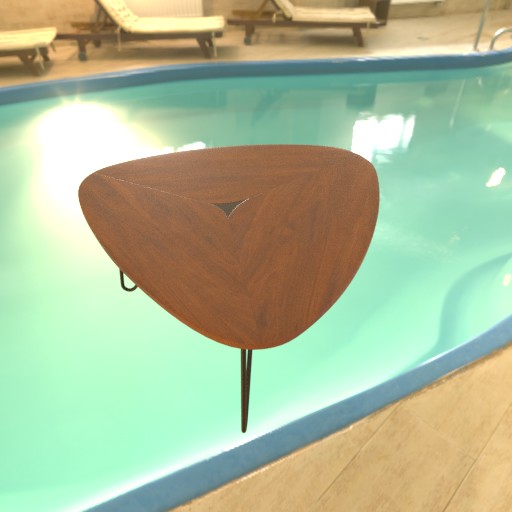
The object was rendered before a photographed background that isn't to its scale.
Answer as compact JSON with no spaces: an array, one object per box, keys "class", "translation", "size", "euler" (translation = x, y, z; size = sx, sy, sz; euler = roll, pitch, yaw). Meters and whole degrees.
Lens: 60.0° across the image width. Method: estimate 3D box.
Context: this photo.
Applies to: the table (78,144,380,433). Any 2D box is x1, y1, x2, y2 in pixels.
[{"class":"table","translation":[0.000,0.000,1.322],"size":[0.821,0.413,0.833],"euler":[-27,46,-29]}]
